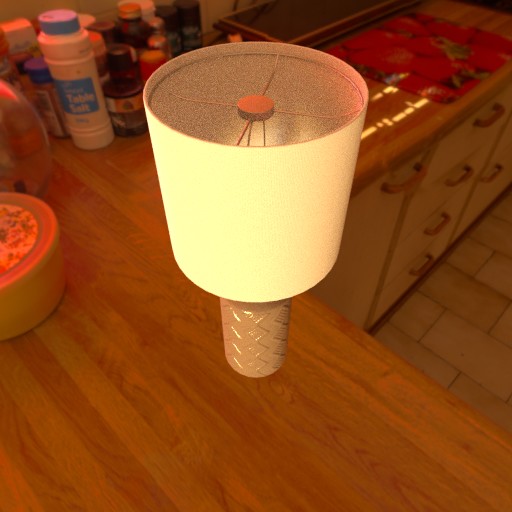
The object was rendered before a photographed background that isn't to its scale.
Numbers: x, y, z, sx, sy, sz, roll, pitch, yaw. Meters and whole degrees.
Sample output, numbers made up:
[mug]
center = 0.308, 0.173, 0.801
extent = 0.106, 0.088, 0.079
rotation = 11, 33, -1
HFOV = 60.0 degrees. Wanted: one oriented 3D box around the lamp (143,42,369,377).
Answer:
[lamp]
center = 0.000, 0.000, 0.578
extent = 0.207, 0.461, 0.207
rotation = 10, 47, 10
